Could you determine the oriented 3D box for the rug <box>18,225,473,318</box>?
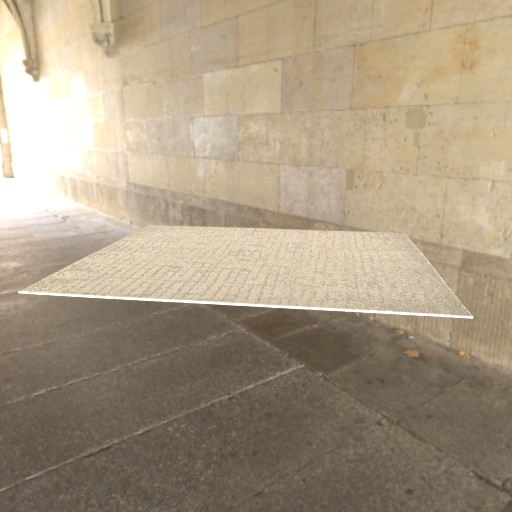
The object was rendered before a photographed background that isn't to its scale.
[{"bbox_3d":[0.000,0.000,4.087,3.061,0.014,2.447,2,15,8],"label":"rug"}]
